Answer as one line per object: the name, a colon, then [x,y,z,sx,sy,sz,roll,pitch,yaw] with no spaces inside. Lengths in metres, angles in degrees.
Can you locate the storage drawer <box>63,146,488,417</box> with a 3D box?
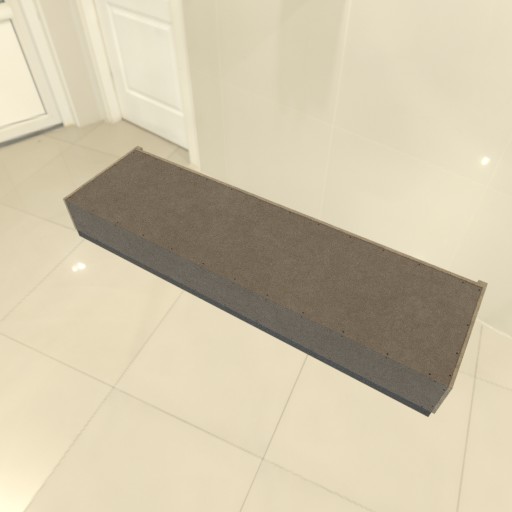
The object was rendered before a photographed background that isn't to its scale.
storage drawer: [0.000,0.000,2.281,2.072,0.274,0.591,24,52,21]
